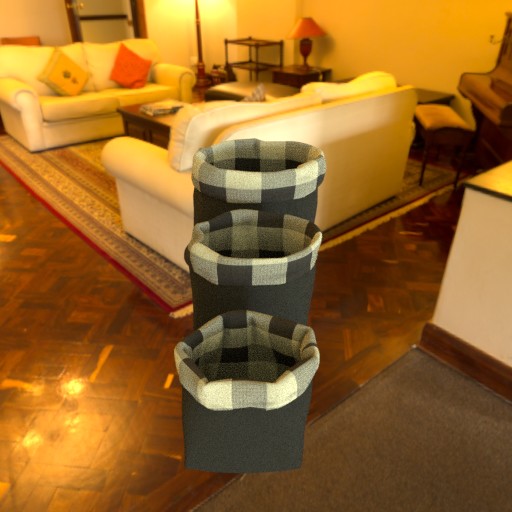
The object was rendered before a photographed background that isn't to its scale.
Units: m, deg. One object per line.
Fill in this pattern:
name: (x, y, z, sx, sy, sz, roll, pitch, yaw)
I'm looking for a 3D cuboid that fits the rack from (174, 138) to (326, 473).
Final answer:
rack: (0.000, 0.000, 1.042, 0.370, 0.329, 0.889, 1, 31, 1)
